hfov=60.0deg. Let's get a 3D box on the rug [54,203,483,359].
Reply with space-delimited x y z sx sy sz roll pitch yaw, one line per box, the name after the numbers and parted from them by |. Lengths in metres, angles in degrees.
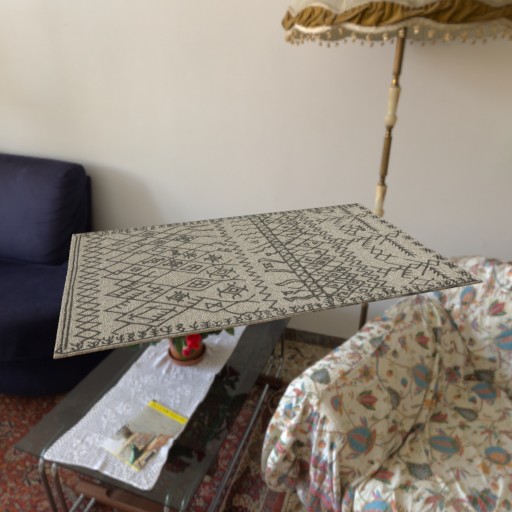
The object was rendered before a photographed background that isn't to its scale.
0.000 0.000 4.756 3.824 0.019 2.393 -8 27 -16 | rug
